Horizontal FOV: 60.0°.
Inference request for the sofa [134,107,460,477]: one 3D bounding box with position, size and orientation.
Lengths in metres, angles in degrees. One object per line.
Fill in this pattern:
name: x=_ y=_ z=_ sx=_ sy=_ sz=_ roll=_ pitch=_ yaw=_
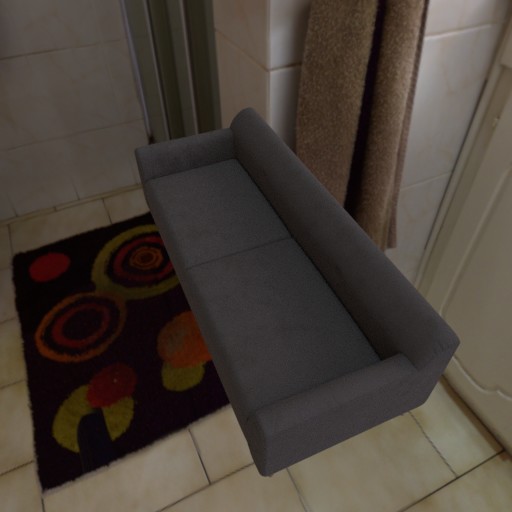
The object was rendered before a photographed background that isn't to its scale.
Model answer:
sofa: x=0.000 y=0.000 z=2.625 sx=0.900 sy=0.740 sz=2.190 roll=-17 pitch=48 yaw=-16
